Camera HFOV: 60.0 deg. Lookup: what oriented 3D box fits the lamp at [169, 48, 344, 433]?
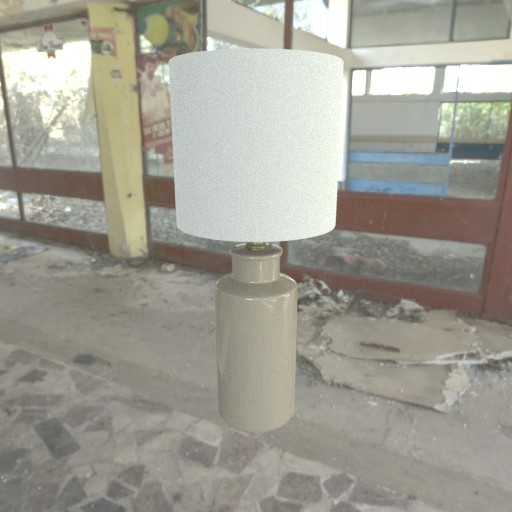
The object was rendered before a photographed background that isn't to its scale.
[{"bbox_3d":[0.000,0.000,0.613,0.212,0.493,0.212,-7,18,-24],"label":"lamp"}]
